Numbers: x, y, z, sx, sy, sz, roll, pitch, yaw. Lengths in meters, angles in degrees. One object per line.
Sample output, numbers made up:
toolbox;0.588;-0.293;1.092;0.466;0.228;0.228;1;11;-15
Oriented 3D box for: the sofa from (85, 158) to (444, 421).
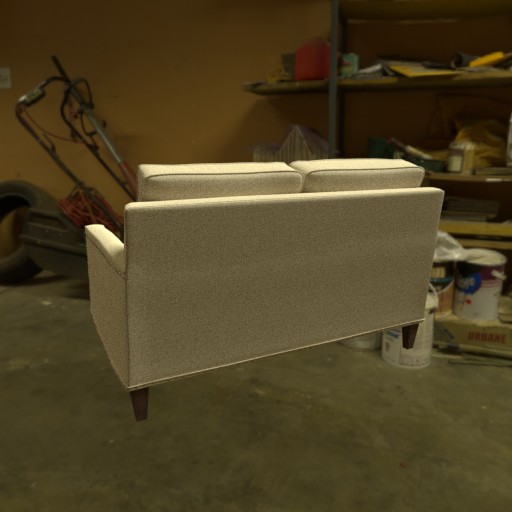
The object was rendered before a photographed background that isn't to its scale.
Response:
sofa;0.000;0.000;2.330;1.597;1.003;1.084;-7;15;-26
